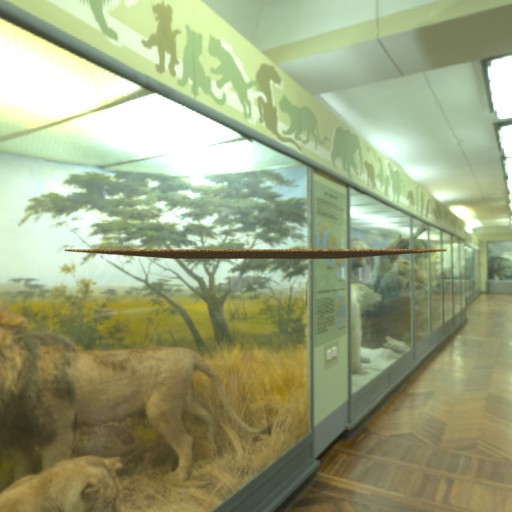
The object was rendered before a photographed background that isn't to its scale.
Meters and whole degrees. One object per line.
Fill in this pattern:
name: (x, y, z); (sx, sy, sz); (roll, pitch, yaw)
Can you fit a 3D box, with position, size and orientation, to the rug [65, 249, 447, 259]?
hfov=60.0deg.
rug: (0.000, 0.000, 2.191); (1.143, 0.006, 1.747); (0, -1, 0)
